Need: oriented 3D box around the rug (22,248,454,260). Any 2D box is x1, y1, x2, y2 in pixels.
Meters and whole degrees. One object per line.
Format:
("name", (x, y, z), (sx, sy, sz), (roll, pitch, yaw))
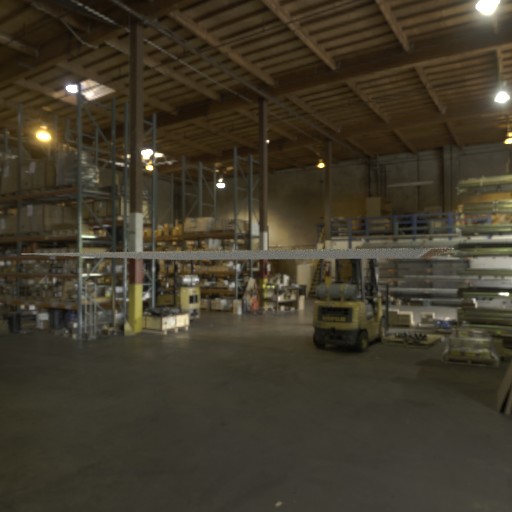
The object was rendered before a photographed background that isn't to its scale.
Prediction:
("rug", (0.000, 0.000, 4.183), (3.221, 0.011, 2.379), (-1, -2, 18))
